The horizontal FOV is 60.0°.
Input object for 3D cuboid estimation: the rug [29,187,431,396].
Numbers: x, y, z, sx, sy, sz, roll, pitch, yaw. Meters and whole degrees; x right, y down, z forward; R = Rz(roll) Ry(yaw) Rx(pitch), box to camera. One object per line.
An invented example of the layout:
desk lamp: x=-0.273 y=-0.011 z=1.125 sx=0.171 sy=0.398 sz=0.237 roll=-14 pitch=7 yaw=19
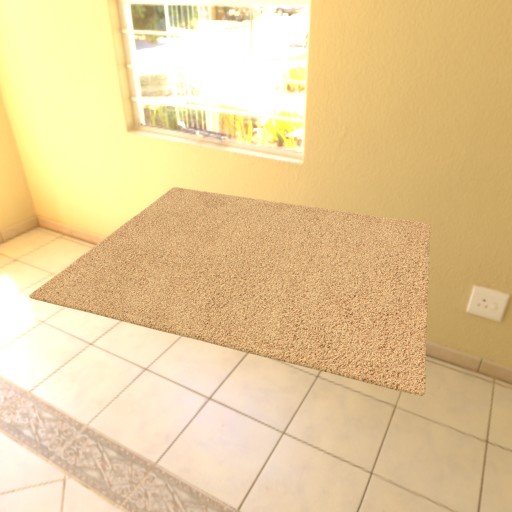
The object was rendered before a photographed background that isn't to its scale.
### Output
rug: x=0.000 y=0.000 z=4.117 sx=3.047 sy=0.029 sz=2.438 roll=10 pitch=33 yaw=17
